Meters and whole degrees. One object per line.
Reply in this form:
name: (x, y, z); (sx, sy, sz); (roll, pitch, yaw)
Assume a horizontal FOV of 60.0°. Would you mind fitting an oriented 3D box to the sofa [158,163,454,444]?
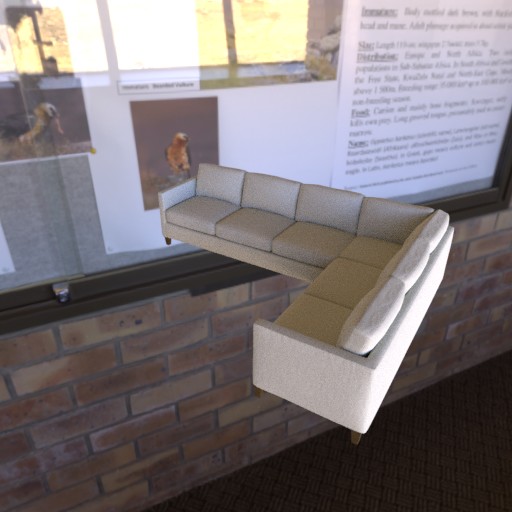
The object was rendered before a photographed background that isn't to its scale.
sofa: (0.000, 0.000, 4.548); (3.333, 0.934, 2.522); (17, 33, 28)
